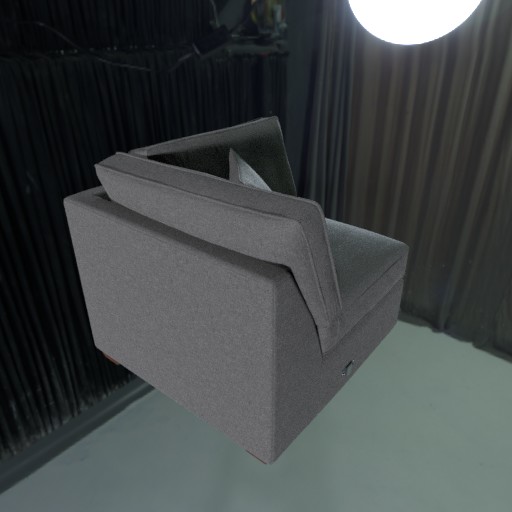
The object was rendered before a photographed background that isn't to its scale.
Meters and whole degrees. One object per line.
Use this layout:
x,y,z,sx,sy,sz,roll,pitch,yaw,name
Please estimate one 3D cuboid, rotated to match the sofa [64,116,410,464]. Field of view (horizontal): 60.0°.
0.000,0.000,2.012,1.084,1.002,1.146,21,35,33,sofa
